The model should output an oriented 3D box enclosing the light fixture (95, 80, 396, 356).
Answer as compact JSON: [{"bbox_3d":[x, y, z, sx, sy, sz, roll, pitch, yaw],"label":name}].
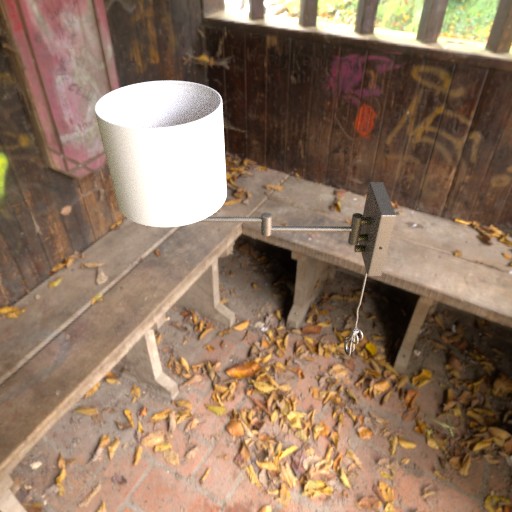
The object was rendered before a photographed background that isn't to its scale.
[{"bbox_3d":[0.000,0.000,0.928,0.516,0.651,0.203,0,40,1],"label":"light fixture"}]
